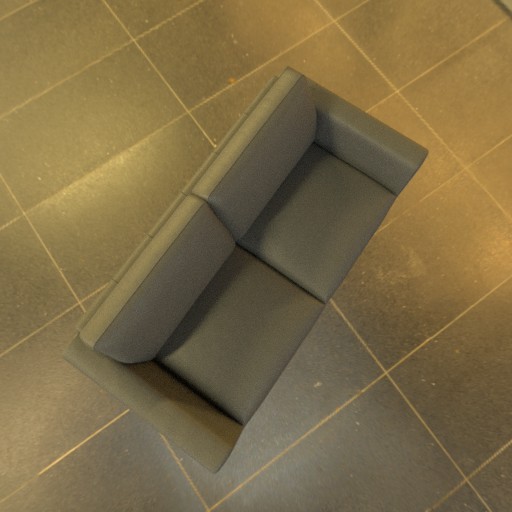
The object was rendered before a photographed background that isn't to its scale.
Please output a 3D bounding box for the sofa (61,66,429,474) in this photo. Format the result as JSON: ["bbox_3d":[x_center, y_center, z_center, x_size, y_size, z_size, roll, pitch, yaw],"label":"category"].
[{"bbox_3d":[0.000,0.000,2.458,0.953,0.875,2.017,34,79,8],"label":"sofa"}]
